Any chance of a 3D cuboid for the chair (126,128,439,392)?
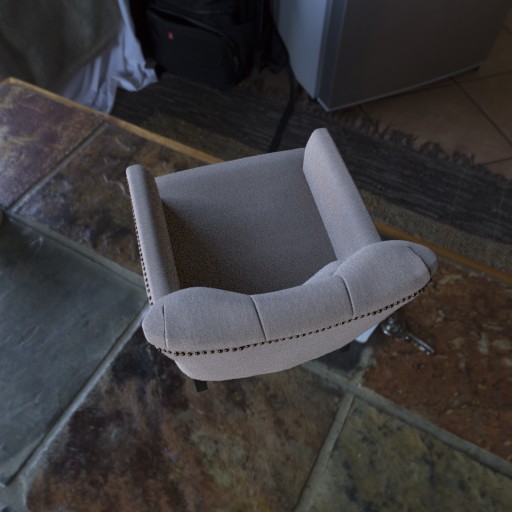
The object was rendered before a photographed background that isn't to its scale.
[{"bbox_3d":[0.000,0.000,1.522,0.737,0.823,0.902,-13,59,-8],"label":"chair"}]
